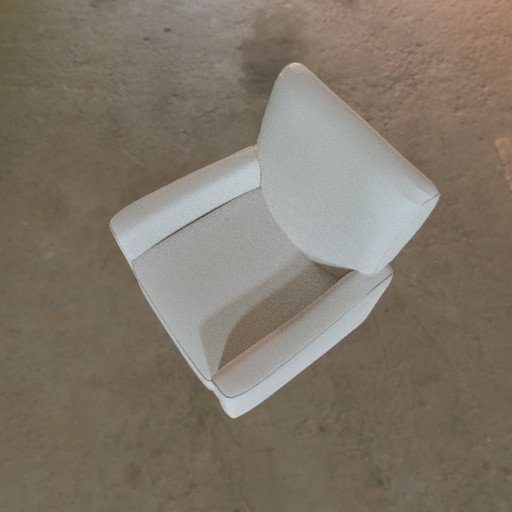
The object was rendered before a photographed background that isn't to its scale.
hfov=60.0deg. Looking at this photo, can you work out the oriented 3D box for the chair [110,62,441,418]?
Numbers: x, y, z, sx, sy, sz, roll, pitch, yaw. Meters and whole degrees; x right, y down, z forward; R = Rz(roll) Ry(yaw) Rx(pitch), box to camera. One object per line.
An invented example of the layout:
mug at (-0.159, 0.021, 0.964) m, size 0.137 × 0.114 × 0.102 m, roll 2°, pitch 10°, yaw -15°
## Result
chair at (0.000, 0.000, 1.705) m, size 0.858 × 1.028 × 0.841 m, roll -33°, pitch 68°, yaw -15°
